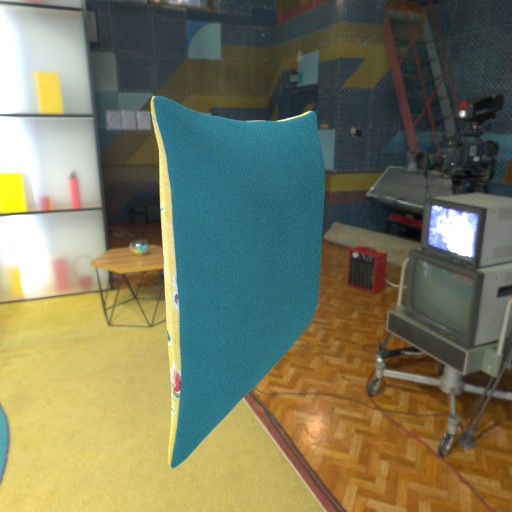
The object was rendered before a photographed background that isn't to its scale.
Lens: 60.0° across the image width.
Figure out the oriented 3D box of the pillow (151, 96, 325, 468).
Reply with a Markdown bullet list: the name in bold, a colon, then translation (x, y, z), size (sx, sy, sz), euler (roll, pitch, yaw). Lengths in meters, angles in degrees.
- **pillow**: translation (0.000, 0.000, 0.789), size (0.166, 0.508, 0.525), euler (8, 18, 26)
